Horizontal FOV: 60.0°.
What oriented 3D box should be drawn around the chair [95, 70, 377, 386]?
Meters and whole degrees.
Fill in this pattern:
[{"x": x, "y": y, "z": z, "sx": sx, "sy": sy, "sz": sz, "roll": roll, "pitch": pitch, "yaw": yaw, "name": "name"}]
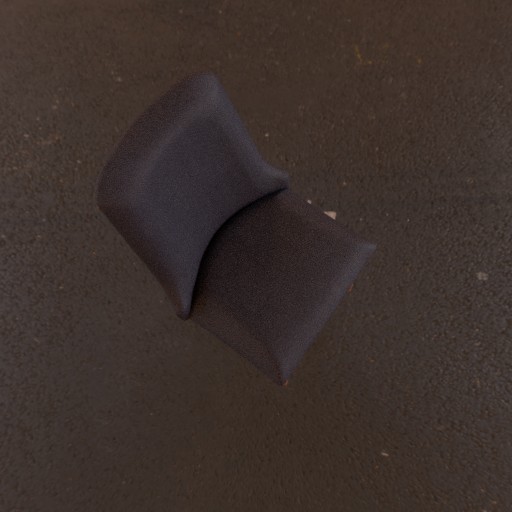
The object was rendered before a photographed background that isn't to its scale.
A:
[{"x": 0.000, "y": 0.000, "z": 1.195, "sx": 0.567, "sy": 0.820, "sz": 0.504, "roll": 35, "pitch": 78, "yaw": 9, "name": "chair"}]
